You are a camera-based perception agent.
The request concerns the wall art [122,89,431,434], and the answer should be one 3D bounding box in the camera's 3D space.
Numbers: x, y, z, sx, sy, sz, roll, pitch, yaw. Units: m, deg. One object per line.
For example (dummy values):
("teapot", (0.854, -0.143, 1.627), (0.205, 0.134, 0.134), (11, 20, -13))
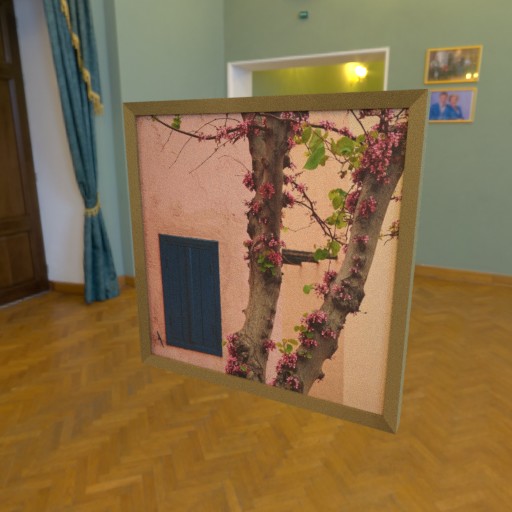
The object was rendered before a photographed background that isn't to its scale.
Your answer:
("wall art", (0.000, 0.000, 0.753), (0.507, 0.508, 0.038), (7, 17, 26))
